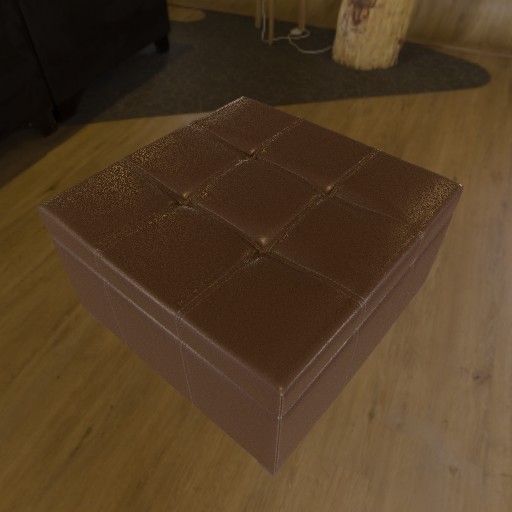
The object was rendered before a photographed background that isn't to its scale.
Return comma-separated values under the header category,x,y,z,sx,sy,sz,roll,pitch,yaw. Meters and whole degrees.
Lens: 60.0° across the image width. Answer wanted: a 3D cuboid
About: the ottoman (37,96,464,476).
category,x,y,z,sx,sy,sz,roll,pitch,yaw
ottoman,0.000,0.000,1.275,0.788,0.460,0.787,31,54,27
